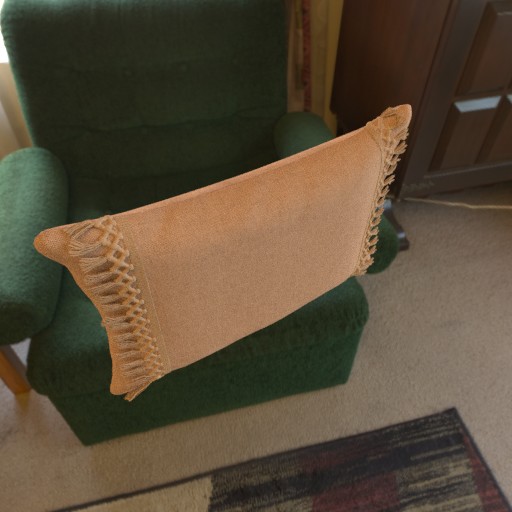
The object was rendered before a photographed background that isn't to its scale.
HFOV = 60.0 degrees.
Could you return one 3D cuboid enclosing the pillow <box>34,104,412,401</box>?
[{"bbox_3d":[0.000,0.000,0.582,0.466,0.305,0.084,-24,51,-21],"label":"pillow"}]
